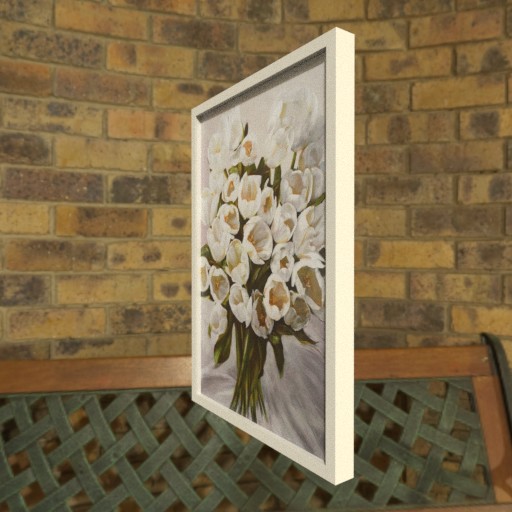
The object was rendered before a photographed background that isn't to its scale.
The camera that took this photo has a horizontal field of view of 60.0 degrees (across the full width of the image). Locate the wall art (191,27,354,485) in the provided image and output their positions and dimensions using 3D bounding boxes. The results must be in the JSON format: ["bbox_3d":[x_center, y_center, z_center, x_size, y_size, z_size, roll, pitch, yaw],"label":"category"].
[{"bbox_3d":[0.000,0.000,0.830,0.038,0.657,0.450,0,1,-35],"label":"wall art"}]
